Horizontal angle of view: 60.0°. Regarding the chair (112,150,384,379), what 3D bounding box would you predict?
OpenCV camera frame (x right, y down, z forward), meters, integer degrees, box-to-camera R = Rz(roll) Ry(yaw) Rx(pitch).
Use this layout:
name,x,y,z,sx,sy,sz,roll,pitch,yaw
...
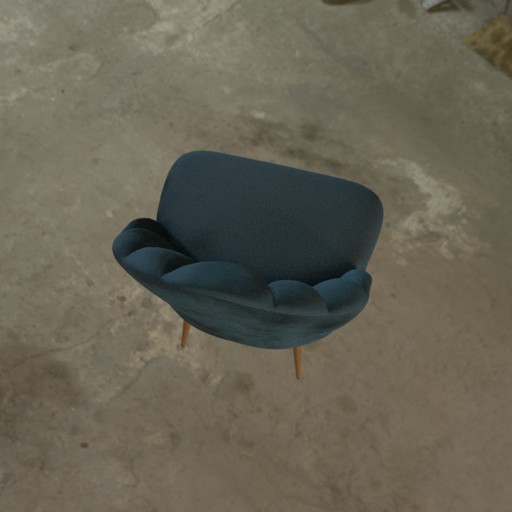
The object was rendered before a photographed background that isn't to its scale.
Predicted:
name,x,y,z,sx,sy,sz,roll,pitch,yaw
chair,0.000,0.000,1.278,0.657,0.819,0.599,14,64,7
